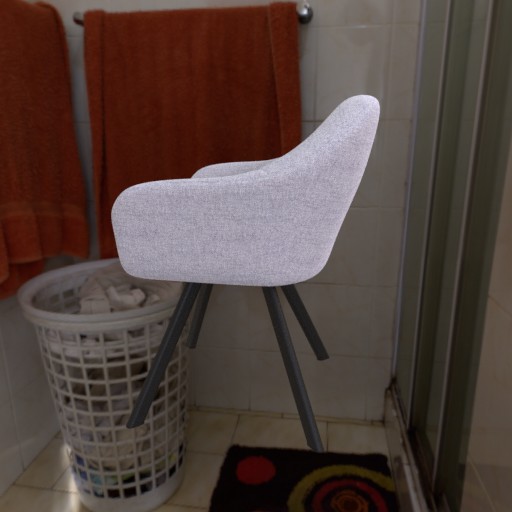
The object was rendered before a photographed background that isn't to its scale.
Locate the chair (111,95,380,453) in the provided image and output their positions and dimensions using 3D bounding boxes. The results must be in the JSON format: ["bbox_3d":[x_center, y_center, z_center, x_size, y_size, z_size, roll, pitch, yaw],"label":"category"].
[{"bbox_3d":[0.000,0.000,1.152,0.570,0.780,0.540,3,16,10],"label":"chair"}]
